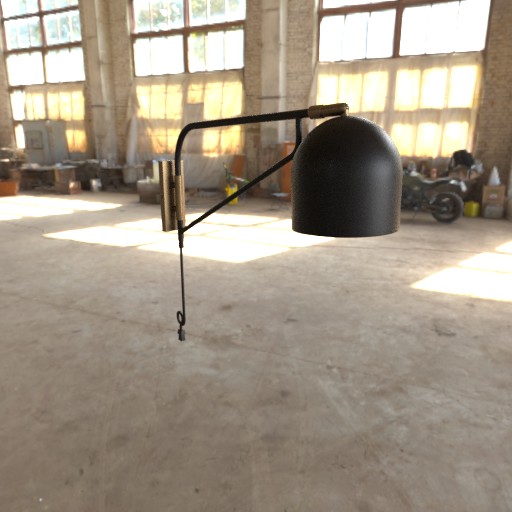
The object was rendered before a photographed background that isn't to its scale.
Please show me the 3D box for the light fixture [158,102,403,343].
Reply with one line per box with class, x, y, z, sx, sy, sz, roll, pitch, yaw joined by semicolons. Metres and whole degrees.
light fixture;0.000;0.000;1.098;0.215;0.696;0.720;-14;20;-43
